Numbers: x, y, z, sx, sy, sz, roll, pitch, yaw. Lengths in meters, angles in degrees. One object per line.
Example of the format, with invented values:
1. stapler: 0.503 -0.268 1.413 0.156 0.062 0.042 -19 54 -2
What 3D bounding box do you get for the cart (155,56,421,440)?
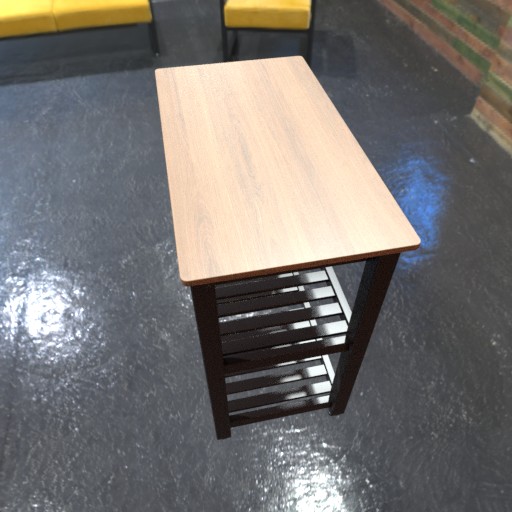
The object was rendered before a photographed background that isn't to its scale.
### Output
1. cart: 0.000 0.000 1.441 0.457 0.927 0.899 -9 48 -8
